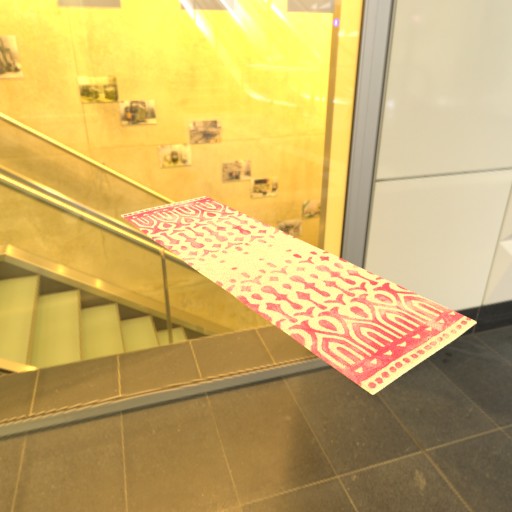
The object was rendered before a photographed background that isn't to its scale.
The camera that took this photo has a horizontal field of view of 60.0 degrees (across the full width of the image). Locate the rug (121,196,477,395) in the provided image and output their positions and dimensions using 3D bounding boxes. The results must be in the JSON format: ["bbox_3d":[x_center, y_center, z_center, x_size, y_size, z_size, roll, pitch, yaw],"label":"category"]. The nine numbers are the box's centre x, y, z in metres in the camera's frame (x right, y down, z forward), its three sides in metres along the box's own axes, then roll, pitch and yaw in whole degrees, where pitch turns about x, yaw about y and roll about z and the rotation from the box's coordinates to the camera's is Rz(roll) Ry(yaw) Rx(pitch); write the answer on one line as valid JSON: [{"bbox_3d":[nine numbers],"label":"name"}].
[{"bbox_3d":[0.000,0.000,2.751,0.787,0.011,2.458,-18,31,-33],"label":"rug"}]
